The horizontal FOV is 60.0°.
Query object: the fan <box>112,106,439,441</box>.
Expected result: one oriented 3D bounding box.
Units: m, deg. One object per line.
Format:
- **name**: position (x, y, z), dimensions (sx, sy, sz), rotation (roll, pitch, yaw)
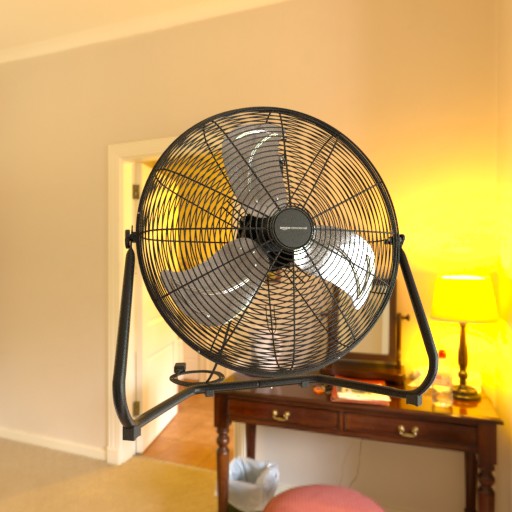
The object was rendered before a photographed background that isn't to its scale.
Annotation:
- **fan**: position (0.000, 0.000, 0.906), dimensions (0.555, 0.546, 0.424), rotation (0, 0, -17)
